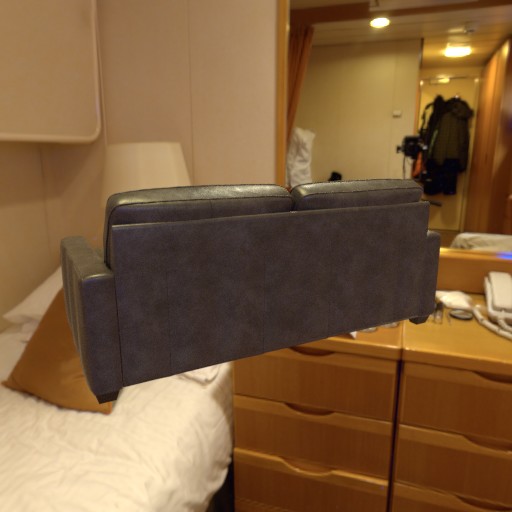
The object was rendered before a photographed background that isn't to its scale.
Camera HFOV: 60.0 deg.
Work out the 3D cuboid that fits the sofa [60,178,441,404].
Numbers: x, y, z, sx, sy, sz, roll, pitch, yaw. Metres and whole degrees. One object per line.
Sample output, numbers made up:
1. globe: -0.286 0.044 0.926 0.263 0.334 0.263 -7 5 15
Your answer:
1. sofa: 0.000 0.000 2.631 2.081 0.916 0.939 -7 15 -27
